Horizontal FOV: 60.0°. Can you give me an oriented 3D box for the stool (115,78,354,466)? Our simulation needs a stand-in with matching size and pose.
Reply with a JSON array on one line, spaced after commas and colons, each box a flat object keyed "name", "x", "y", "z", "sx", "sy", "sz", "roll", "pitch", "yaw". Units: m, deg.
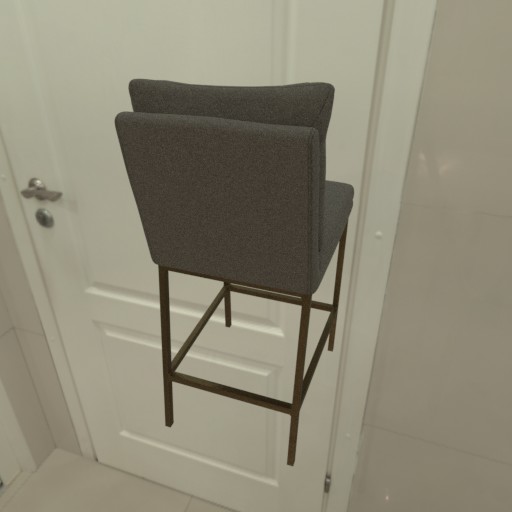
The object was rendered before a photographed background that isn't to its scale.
[{"name": "stool", "x": 0.000, "y": 0.000, "z": 1.296, "sx": 0.463, "sy": 1.030, "sz": 0.569, "roll": 10, "pitch": 32, "yaw": 17}]
